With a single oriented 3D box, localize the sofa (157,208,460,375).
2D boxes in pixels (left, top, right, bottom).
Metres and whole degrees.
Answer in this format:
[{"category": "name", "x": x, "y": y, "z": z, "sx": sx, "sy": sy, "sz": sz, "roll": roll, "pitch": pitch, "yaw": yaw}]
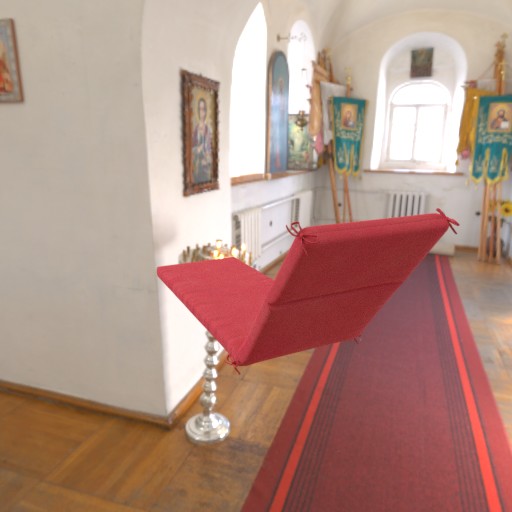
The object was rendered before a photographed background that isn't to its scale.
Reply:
[{"category": "sofa", "x": 0.000, "y": 0.000, "z": 1.989, "sx": 0.582, "sy": 0.622, "sz": 1.663, "roll": -8, "pitch": 17, "yaw": -26}]
